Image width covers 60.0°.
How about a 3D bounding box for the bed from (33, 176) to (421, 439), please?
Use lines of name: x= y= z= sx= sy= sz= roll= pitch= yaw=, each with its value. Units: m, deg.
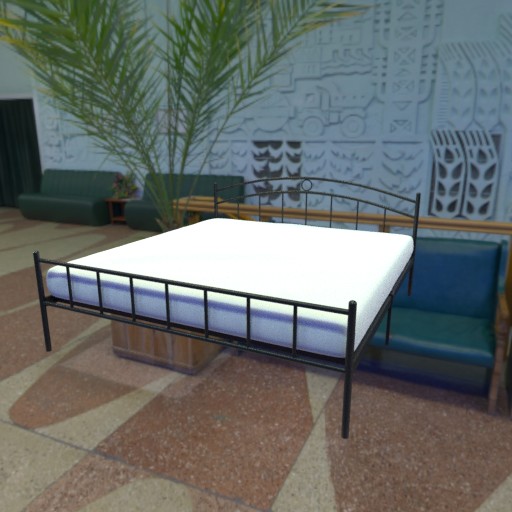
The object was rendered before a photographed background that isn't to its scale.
bed: x=0.000 y=0.000 z=3.079 sx=1.880 sy=0.940 sz=2.040 roll=7 pitch=16 yaw=25
